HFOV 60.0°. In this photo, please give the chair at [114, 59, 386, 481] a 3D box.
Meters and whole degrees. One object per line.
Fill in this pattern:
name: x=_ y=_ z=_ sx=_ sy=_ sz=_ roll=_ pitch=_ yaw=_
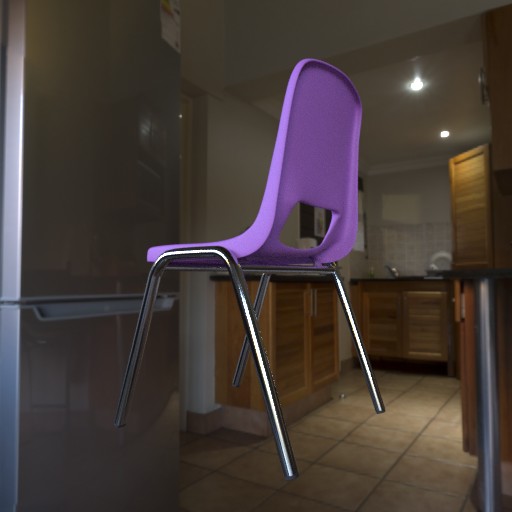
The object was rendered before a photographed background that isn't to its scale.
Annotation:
chair: x=0.000 y=0.000 z=0.677 sx=0.301 sy=0.493 sz=0.291 roll=-2 pitch=-3 yaw=35
